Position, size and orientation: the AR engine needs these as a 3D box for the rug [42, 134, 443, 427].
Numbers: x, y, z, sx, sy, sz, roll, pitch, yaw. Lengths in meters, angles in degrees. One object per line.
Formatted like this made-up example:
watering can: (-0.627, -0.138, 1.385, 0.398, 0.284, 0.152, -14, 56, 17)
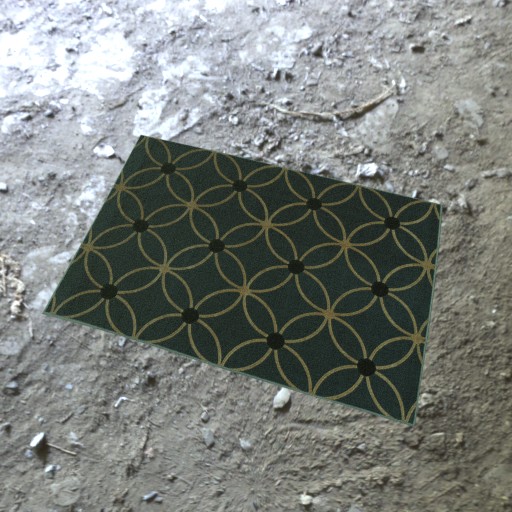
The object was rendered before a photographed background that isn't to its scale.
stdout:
rug: (0.000, 0.000, 2.898, 2.284, 0.008, 1.522, 15, 63, 8)
